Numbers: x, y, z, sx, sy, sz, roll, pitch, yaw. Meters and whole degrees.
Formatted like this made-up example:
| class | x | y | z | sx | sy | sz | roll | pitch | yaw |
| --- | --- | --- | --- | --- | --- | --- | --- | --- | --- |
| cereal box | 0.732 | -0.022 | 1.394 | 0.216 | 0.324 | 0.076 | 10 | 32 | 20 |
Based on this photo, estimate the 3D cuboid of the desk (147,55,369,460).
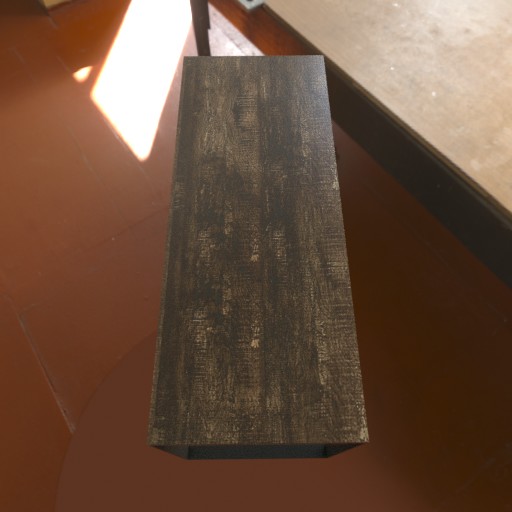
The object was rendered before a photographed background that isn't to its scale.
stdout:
| class | x | y | z | sx | sy | sz | roll | pitch | yaw |
| --- | --- | --- | --- | --- | --- | --- | --- | --- | --- |
| desk | 0.000 | 0.000 | 1.873 | 0.599 | 0.762 | 1.524 | -1 | 63 | 0 |
